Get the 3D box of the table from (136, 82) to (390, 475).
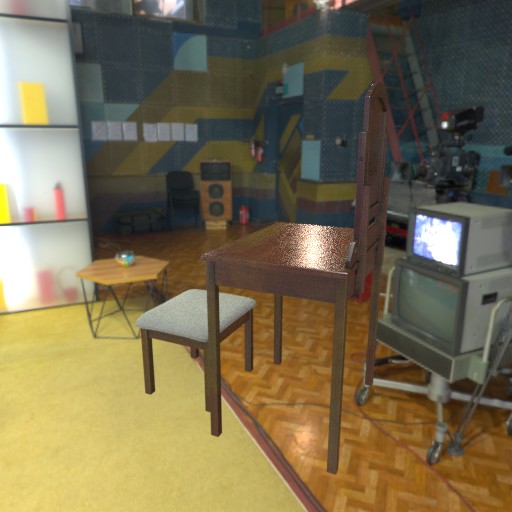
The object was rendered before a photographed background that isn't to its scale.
[{"bbox_3d":[0.000,0.000,2.302,1.211,1.631,0.876,7,16,24],"label":"table"}]
